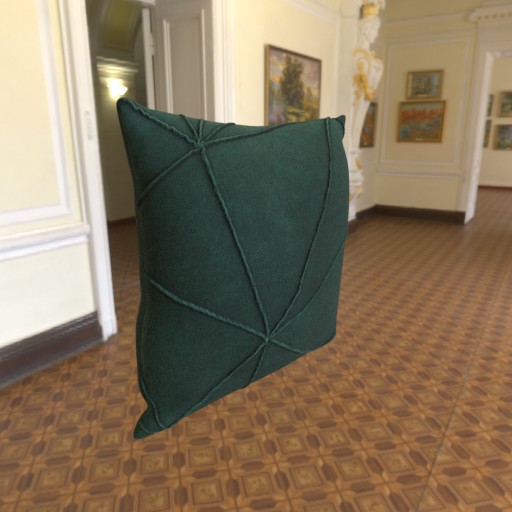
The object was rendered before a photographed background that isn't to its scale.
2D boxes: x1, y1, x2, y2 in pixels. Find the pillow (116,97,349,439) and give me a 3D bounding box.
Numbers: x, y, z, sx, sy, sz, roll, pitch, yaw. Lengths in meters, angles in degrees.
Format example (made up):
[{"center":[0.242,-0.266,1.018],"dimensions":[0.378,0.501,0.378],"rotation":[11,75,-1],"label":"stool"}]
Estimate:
[{"center":[0.000,0.000,0.682],"dimensions":[0.439,0.440,0.184],"rotation":[-14,21,-42],"label":"pillow"}]
